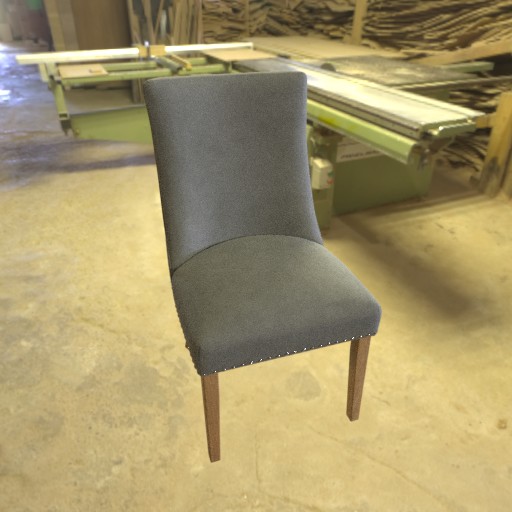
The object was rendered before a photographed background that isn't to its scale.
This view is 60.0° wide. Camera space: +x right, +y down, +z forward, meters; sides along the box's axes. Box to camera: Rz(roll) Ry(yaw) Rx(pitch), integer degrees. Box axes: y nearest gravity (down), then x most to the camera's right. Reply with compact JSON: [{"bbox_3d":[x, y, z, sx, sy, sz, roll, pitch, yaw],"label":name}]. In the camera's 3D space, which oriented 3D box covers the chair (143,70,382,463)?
[{"bbox_3d":[0.000,0.000,1.267,0.495,0.902,0.610,-10,32,-16],"label":"chair"}]
